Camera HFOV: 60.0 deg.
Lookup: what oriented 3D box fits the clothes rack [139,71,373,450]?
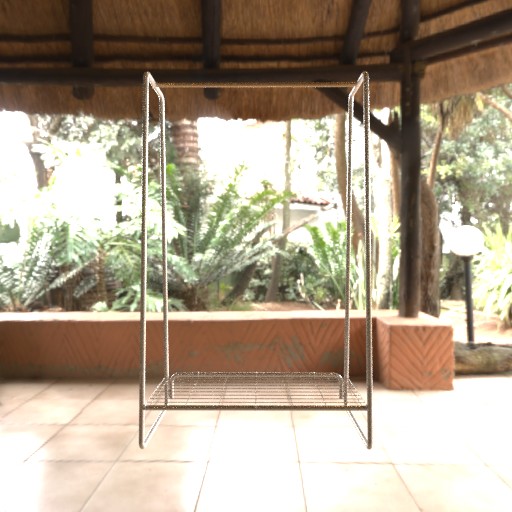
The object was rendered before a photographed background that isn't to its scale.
[{"bbox_3d":[0.000,0.000,1.931,0.900,1.500,0.495,0,1,0],"label":"clothes rack"}]
